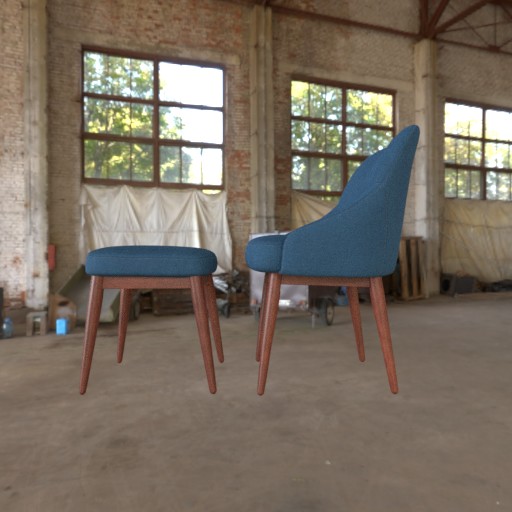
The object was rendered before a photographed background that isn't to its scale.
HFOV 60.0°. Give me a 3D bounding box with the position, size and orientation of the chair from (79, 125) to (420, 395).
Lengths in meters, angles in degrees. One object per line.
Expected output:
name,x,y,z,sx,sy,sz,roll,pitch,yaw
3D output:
chair,0.000,0.000,1.590,1.114,0.866,0.584,0,1,-1
